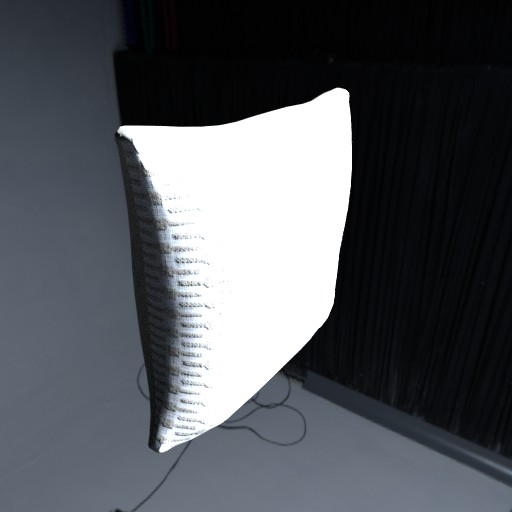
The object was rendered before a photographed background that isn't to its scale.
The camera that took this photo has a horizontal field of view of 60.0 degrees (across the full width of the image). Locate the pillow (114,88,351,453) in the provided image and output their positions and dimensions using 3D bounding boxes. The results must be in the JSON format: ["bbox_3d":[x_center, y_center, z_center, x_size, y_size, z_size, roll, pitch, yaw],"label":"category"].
[{"bbox_3d":[0.000,0.000,0.742,0.219,0.491,0.496,18,32,32],"label":"pillow"}]
